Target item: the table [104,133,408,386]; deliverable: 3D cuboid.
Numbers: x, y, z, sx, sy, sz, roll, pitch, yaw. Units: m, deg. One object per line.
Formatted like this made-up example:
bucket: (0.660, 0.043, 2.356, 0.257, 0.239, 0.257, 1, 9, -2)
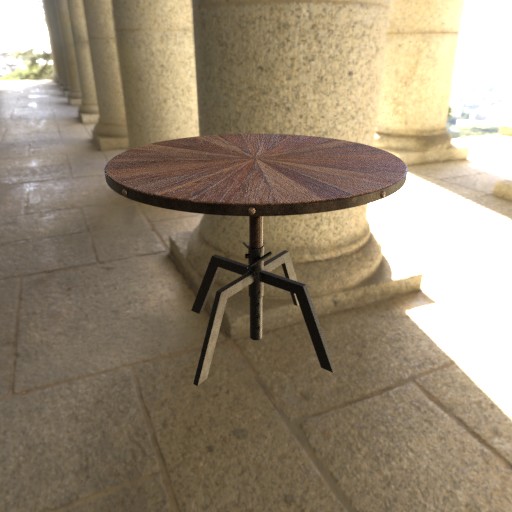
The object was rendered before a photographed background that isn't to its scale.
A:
table: (0.000, 0.000, 1.491, 0.885, 0.658, 0.885, 0, 25, 0)
